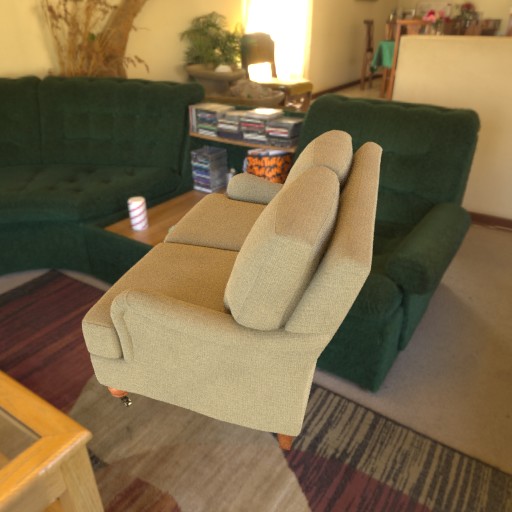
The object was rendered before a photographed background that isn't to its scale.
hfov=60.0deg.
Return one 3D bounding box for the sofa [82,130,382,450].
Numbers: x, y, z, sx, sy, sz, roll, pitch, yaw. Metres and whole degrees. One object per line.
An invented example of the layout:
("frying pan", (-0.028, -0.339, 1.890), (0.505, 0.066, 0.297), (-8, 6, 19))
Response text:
("sofa", (0.000, 0.000, 2.209), (1.087, 0.999, 1.480), (8, 30, 13))
